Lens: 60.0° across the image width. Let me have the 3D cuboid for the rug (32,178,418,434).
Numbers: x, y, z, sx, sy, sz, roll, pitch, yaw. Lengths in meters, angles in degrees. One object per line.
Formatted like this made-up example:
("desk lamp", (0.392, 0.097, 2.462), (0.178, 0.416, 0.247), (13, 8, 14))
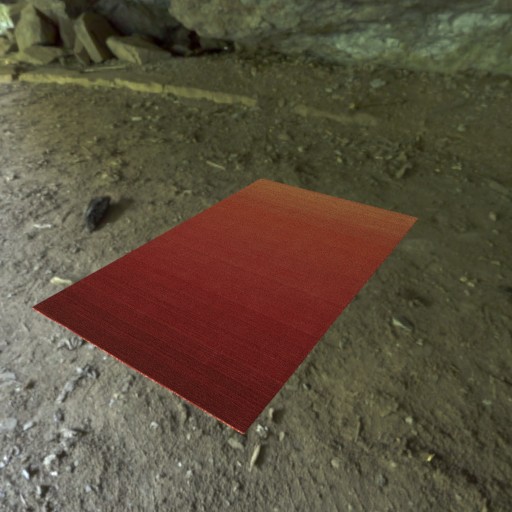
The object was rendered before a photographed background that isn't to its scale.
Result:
("rug", (0.000, 0.000, 3.094), (1.531, 0.010, 2.442), (20, 37, 29))
